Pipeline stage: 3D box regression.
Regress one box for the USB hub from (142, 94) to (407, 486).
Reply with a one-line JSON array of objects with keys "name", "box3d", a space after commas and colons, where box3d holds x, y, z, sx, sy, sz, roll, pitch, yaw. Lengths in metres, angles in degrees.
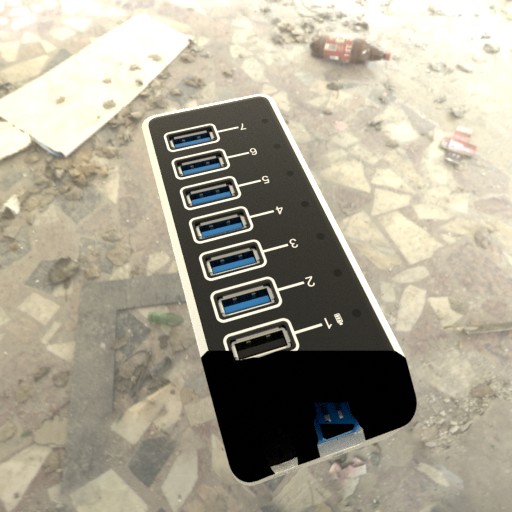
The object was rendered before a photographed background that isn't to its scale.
[{"name": "USB hub", "box3d": [0.000, 0.000, 0.127, 0.044, 0.023, 0.110, -15, 59, -9]}]
